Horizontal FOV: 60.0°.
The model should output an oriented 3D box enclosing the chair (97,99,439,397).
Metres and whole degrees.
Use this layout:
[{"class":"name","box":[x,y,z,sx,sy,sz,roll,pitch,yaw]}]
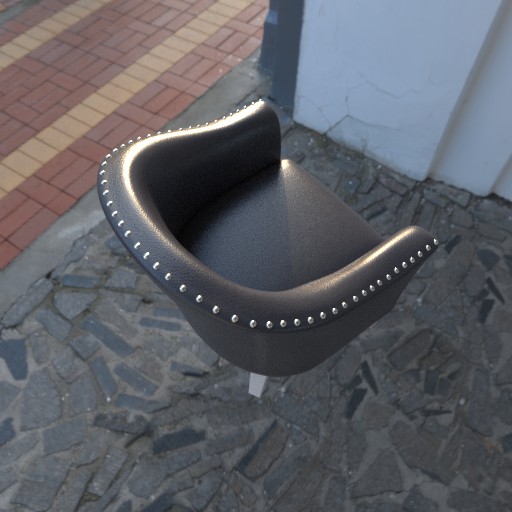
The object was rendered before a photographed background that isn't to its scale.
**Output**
[{"class":"chair","box":[0.000,0.000,1.450,0.748,0.823,0.794,-34,63,-20]}]
